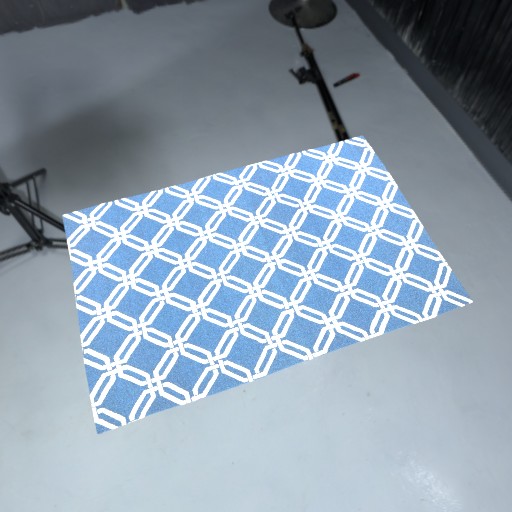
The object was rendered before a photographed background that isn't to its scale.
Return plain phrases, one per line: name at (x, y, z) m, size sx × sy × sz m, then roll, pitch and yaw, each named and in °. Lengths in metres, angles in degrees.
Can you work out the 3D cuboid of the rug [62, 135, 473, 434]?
rug at (0.000, 0.000, 2.187) m, size 1.755 × 0.010 × 1.153 m, roll -17°, pitch 61°, yaw -10°
